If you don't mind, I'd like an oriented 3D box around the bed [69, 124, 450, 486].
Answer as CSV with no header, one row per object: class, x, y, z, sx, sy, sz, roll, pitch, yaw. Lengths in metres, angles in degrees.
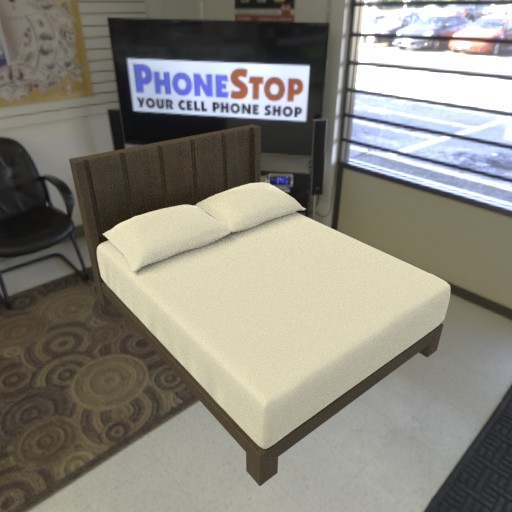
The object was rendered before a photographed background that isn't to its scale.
bed,0.000,0.000,3.287,1.727,1.270,2.242,-22,36,-33
